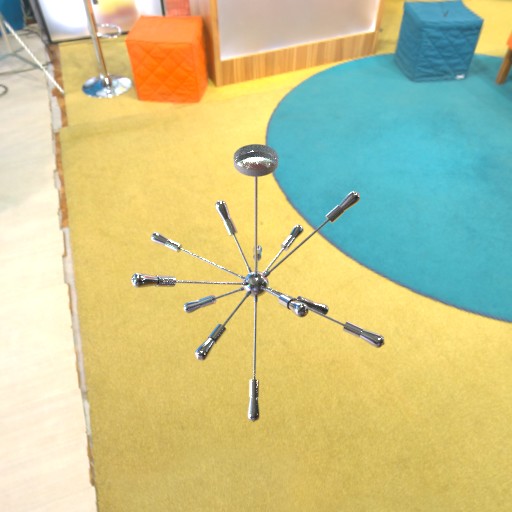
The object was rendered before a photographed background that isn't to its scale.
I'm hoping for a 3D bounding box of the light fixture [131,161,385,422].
[{"bbox_3d":[0.000,0.000,1.055,0.684,0.558,0.509,24,51,21],"label":"light fixture"}]
